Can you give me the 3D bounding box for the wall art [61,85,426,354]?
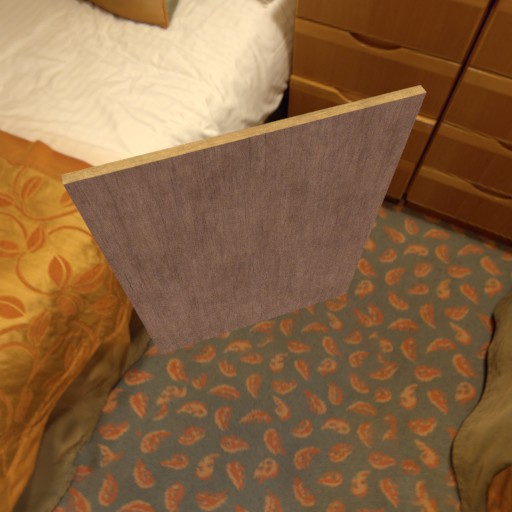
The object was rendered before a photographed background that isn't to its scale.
[{"bbox_3d":[0.000,0.000,0.915,0.534,0.686,0.018,-17,61,-10],"label":"wall art"}]
